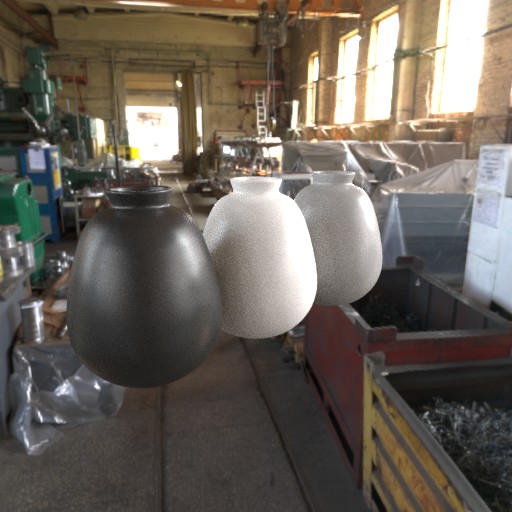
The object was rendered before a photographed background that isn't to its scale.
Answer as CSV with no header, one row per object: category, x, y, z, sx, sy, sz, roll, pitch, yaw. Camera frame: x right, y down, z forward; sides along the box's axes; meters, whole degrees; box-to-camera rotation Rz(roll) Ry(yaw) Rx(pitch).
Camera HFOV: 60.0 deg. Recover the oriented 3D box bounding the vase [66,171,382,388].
vase,0.000,0.000,0.352,0.097,0.122,0.297,14,20,43
